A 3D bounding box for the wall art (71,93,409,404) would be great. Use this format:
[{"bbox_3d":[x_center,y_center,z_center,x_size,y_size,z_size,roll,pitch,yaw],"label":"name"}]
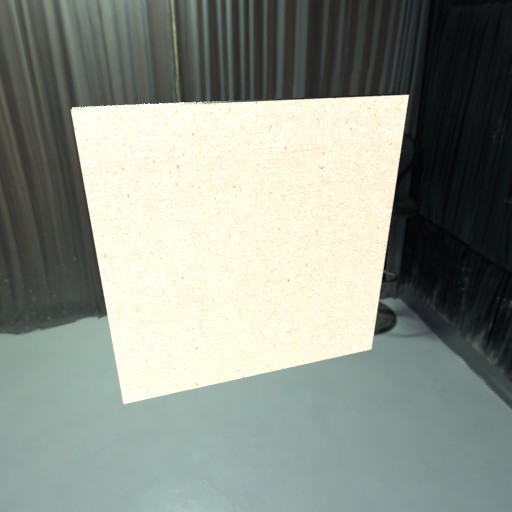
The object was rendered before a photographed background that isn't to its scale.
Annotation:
[{"bbox_3d":[0.000,0.000,1.162,0.773,0.775,0.031,-8,28,-16],"label":"wall art"}]
